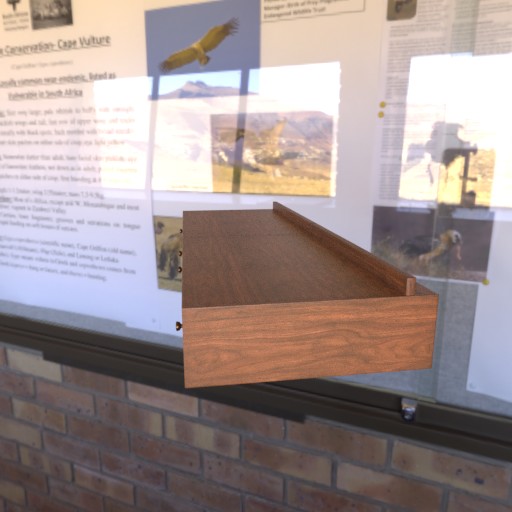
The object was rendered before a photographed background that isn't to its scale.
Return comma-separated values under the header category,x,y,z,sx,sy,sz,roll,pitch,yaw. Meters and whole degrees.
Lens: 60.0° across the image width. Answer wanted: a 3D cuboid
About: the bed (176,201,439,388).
category,x,y,z,sx,sy,sz,roll,pitch,yaw
bed,0.000,0.000,2.286,0.787,0.326,2.057,-2,14,-9
